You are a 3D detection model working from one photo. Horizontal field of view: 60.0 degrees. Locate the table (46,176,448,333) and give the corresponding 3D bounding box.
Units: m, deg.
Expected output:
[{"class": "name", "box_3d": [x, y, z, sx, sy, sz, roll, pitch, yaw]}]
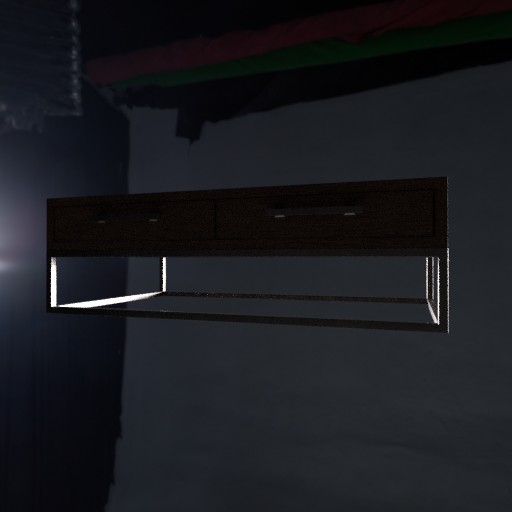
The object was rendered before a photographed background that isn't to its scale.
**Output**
[{"class": "table", "box_3d": [0.000, 0.000, 1.526, 1.167, 0.361, 0.719, 0, 0, 19]}]
